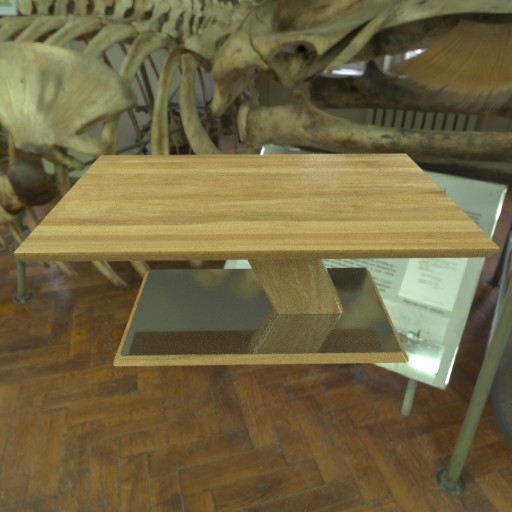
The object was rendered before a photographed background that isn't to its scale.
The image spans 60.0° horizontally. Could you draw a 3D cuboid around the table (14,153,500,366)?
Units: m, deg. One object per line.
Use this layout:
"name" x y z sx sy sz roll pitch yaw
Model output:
"table" 0.000 0.000 1.411 1.100 0.441 0.692 -1 31 -1
